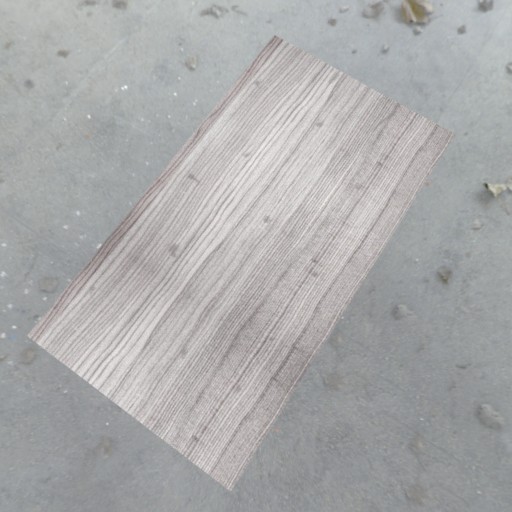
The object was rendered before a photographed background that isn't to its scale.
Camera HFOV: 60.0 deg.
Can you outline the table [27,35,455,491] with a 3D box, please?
[{"bbox_3d":[0.000,0.000,2.033,0.881,0.736,1.579,33,76,9],"label":"table"}]
